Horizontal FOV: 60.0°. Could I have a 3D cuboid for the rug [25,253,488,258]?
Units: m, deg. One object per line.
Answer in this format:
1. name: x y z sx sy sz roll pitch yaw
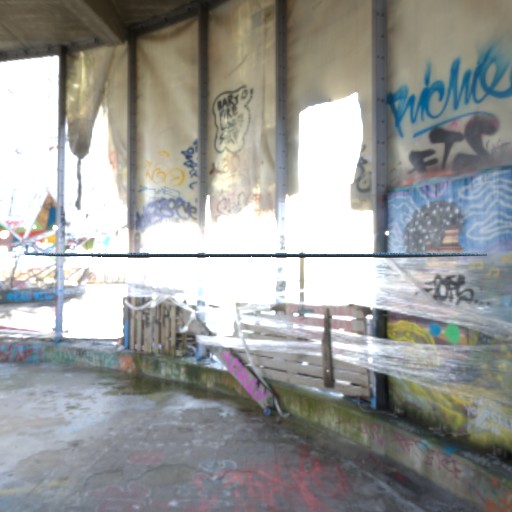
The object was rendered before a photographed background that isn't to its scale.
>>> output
1. rug: 0.000 0.000 3.090 2.438 0.015 1.524 0 -1 -1
